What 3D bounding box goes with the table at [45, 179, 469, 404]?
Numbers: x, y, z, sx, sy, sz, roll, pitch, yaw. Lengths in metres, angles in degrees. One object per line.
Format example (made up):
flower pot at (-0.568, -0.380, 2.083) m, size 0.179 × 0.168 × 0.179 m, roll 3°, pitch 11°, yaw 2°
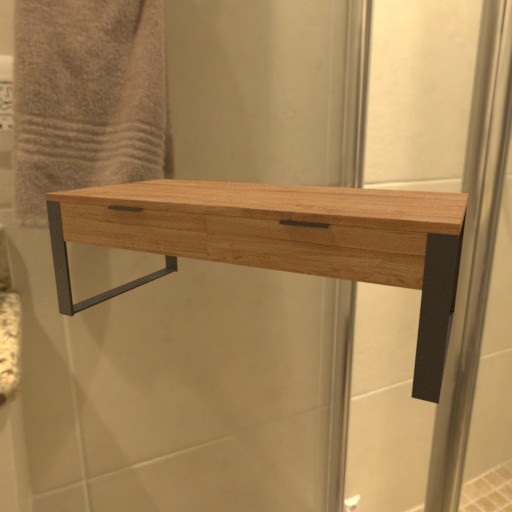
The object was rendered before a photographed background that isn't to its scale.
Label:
table at (0.000, 0.000, 1.422) m, size 1.180 × 0.400 × 0.590 m, roll 7°, pitch 16°, yaw 25°
